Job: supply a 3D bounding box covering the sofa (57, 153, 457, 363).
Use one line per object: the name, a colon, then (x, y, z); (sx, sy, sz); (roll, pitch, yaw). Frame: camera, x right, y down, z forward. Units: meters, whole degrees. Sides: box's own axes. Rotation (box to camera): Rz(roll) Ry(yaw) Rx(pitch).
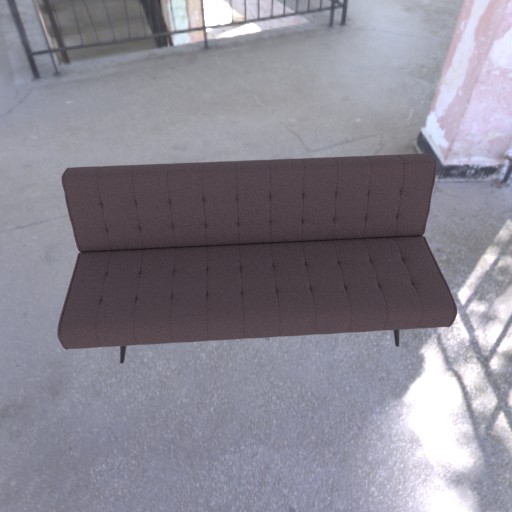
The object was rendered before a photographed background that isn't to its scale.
sofa: (0.000, 0.000, 2.104); (1.703, 0.699, 0.747); (-3, 46, -3)
